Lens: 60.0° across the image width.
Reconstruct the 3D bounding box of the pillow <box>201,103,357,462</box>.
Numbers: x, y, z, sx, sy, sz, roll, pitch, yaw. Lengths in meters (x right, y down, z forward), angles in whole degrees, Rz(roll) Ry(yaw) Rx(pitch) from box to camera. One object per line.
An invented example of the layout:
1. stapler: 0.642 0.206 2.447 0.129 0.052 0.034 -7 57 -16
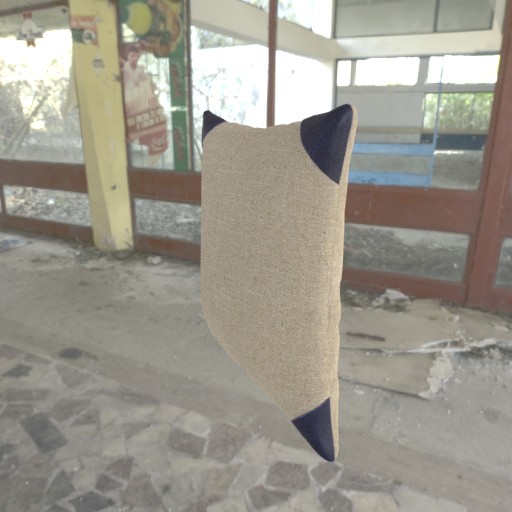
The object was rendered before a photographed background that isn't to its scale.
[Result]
1. pillow: 0.000 0.000 0.694 0.147 0.441 0.440 -9 19 -26
